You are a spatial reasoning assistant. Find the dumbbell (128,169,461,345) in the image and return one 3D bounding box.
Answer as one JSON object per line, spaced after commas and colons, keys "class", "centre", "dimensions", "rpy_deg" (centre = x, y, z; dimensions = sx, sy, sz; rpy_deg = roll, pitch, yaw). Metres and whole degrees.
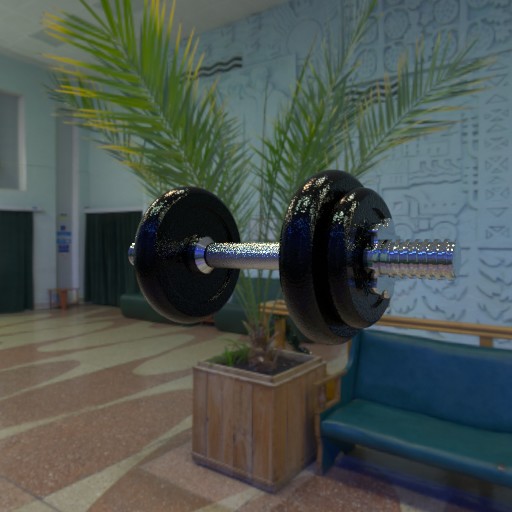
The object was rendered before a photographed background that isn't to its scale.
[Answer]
{"class": "dumbbell", "centre": [0.000, 0.000, 0.586], "dimensions": [0.497, 0.202, 0.202], "rpy_deg": [1, 2, 37]}
